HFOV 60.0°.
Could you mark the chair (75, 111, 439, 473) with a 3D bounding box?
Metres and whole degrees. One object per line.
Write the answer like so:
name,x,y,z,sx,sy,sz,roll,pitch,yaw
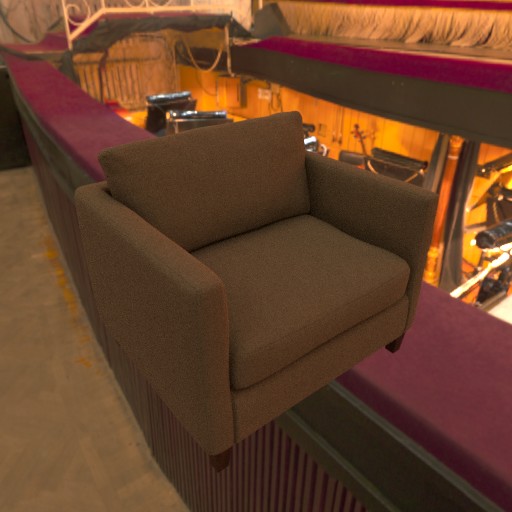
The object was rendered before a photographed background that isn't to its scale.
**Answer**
chair,0.000,0.000,1.812,1.107,0.963,0.959,-21,36,-33
